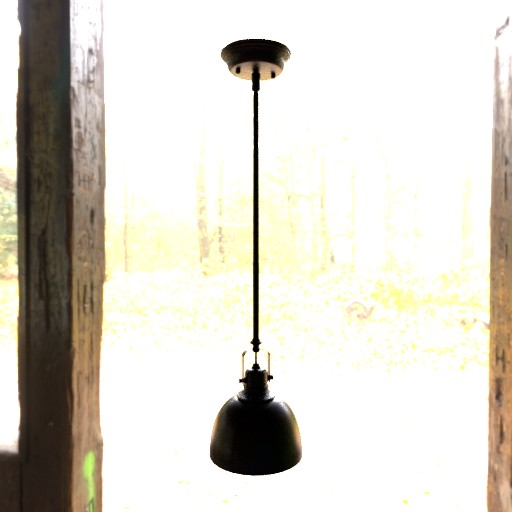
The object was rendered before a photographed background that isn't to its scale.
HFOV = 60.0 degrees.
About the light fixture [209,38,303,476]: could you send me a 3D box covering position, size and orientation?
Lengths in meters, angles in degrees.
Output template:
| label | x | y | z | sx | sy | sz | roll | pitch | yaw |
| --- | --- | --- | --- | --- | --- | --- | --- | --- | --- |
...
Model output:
| label | x | y | z | sx | sy | sz | roll | pitch | yaw |
| --- | --- | --- | --- | --- | --- | --- | --- | --- | --- |
| light fixture | 0.000 | 0.000 | 0.854 | 0.182 | 0.768 | 0.182 | 0 | 1 | -19 |
